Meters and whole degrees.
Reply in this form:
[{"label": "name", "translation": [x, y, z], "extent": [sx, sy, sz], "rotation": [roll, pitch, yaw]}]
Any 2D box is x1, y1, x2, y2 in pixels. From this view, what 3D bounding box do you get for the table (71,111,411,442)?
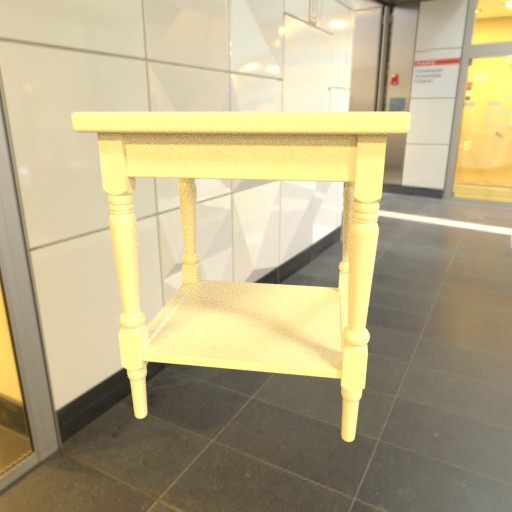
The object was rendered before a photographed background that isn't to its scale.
[{"label": "table", "translation": [0.000, 0.000, 0.916], "extent": [0.488, 0.565, 0.442], "rotation": [3, 18, 9]}]
